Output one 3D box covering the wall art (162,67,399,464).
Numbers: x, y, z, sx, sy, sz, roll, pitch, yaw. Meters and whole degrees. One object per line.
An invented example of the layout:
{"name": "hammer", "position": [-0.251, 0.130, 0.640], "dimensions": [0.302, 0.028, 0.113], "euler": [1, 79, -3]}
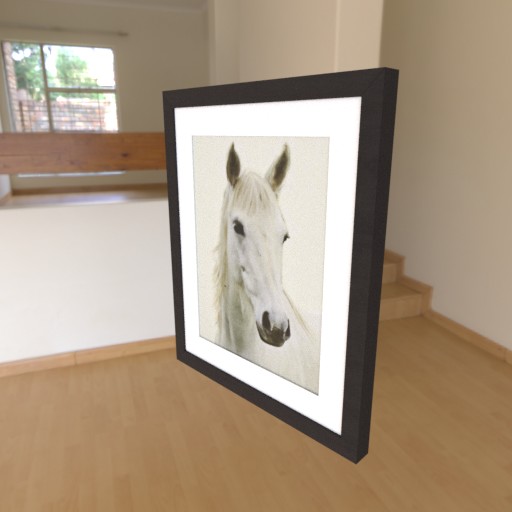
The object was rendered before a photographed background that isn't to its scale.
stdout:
{"name": "wall art", "position": [0.000, 0.000, 0.755], "dimensions": [0.455, 0.552, 0.034], "euler": [15, 22, 43]}
